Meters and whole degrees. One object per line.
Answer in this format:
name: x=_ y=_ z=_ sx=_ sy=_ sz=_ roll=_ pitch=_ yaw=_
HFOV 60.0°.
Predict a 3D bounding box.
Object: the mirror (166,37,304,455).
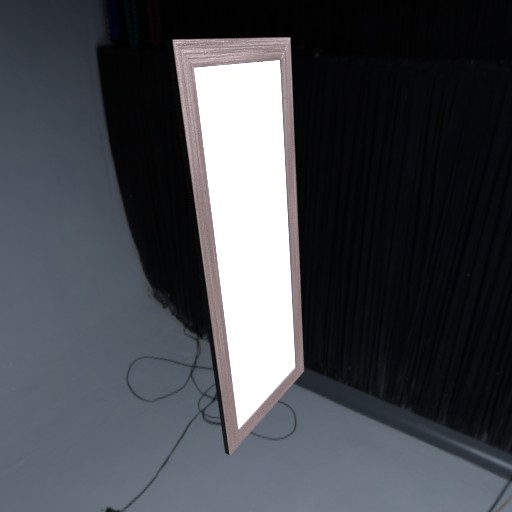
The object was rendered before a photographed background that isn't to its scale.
mirror: x=0.000 y=0.000 z=2.292 sx=0.221 sy=2.020 sz=0.812 roll=18 pitch=32 yaw=31
